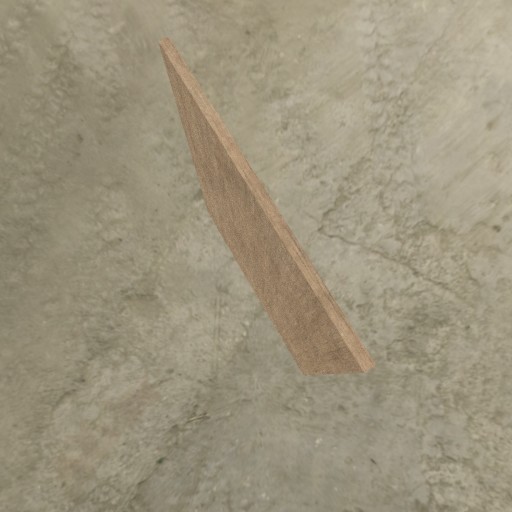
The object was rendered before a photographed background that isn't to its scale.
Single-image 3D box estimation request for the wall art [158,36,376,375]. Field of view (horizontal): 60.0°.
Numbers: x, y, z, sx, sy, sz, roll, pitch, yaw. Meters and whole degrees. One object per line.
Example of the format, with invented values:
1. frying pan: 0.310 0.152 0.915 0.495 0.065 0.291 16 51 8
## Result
1. wall art: 0.000 0.000 0.910 0.018 0.686 0.534 -29 77 -8
